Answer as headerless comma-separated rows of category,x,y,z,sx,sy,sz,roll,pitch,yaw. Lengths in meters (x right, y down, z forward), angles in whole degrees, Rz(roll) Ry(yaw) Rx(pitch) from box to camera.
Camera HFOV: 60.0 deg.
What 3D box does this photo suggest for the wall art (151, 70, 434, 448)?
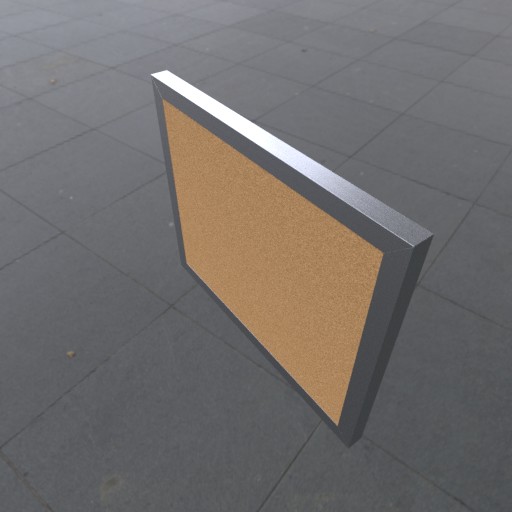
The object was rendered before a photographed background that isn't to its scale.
wall art,0.000,0.000,0.761,0.032,0.456,0.557,-27,49,-26
